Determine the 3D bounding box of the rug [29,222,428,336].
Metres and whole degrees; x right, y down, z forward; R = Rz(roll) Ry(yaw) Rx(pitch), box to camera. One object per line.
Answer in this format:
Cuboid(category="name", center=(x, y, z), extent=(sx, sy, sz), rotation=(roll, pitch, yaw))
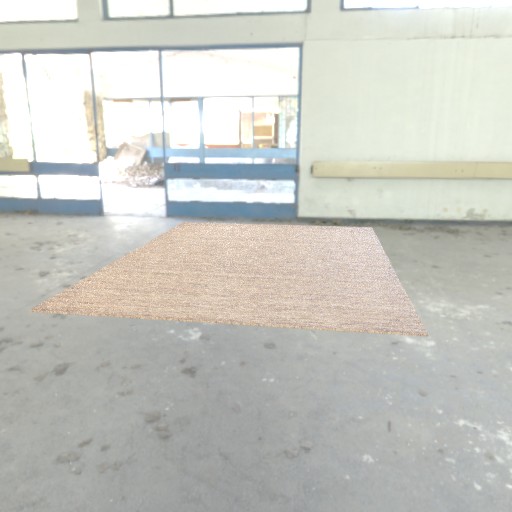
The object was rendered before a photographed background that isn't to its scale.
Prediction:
Cuboid(category="rug", center=(0.000, 0.000, 4.181), extent=(2.448, 0.013, 3.205), rotation=(2, 15, 8))
